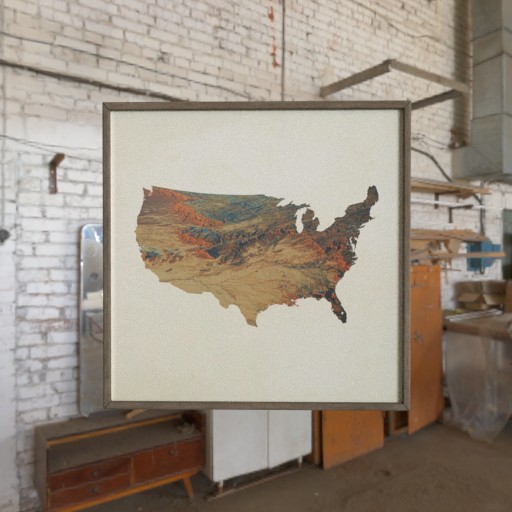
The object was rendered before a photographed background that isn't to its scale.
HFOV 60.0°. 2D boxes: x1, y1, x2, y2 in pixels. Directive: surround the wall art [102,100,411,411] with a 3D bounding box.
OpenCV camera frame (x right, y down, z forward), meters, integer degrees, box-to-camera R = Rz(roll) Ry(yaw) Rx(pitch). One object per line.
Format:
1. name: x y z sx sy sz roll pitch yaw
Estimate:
1. wall art: 0.000 0.000 1.102 0.749 0.751 0.050 0 1 1
